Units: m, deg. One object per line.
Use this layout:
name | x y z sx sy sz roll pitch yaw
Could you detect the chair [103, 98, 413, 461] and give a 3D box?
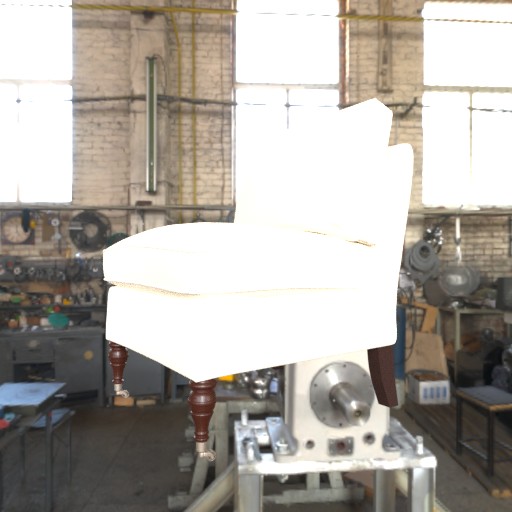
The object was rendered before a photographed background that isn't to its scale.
chair | 0.000 0.000 1.357 0.781 0.887 0.630 0 0 -36
